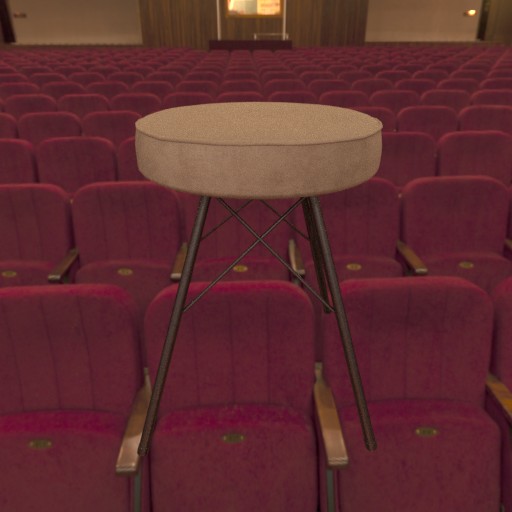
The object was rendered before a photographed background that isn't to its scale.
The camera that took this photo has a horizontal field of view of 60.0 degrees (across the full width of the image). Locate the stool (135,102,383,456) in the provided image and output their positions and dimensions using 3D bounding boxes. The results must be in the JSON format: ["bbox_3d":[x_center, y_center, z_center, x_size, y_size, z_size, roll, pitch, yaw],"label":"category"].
[{"bbox_3d":[0.000,0.000,0.856,0.423,0.538,0.457,-1,25,-1],"label":"stool"}]
